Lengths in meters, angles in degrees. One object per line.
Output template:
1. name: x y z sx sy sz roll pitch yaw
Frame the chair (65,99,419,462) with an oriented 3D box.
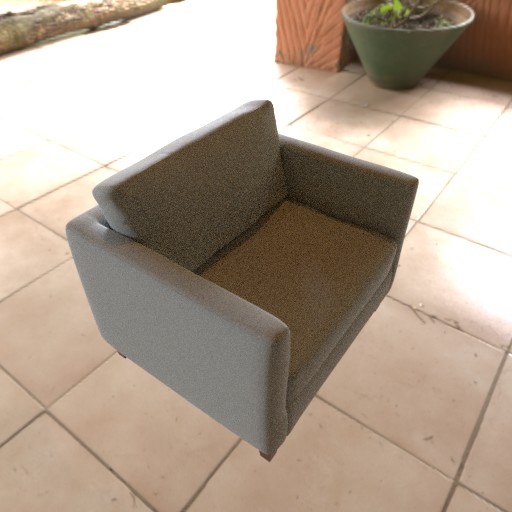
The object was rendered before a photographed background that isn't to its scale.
1. chair: 0.000 0.000 1.870 0.953 0.961 1.107 25 47 27
